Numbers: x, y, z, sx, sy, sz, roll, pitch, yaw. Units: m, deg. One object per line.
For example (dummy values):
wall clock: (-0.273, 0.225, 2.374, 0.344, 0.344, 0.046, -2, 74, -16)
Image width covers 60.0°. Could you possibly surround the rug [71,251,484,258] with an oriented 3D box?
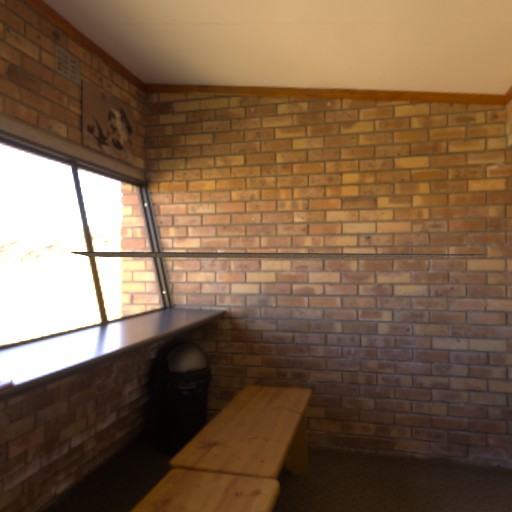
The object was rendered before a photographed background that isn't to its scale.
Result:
rug: (0.000, 0.000, 3.940, 2.867, 0.020, 2.277, 0, -1, -18)
